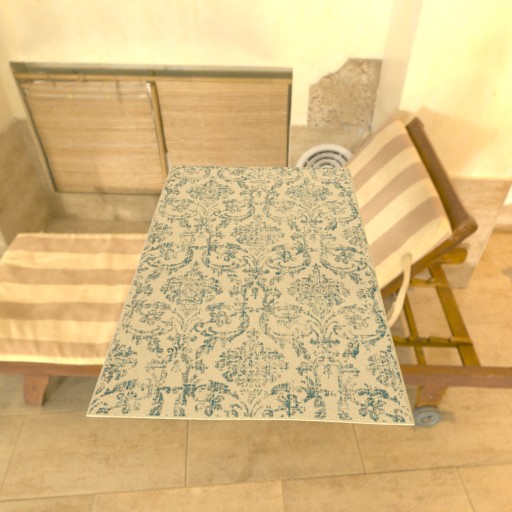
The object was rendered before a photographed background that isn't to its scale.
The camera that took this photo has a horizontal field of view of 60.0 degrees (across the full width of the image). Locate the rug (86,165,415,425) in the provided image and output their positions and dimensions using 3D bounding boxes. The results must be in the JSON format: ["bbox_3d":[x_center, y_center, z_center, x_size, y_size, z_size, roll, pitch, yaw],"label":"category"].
[{"bbox_3d":[0.000,0.000,3.473,1.819,0.018,2.746,1,41,1],"label":"rug"}]
